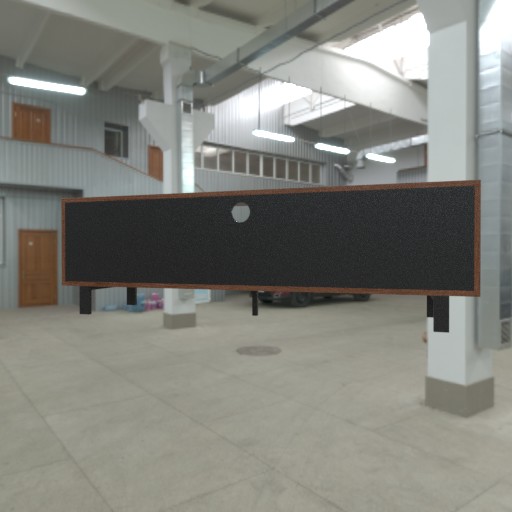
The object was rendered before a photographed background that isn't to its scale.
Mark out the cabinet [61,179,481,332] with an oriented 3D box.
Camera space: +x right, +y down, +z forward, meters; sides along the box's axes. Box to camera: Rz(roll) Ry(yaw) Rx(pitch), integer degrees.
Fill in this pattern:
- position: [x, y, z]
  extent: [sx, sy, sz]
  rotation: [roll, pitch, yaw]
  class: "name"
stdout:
- position: [0.000, 0.000, 1.873]
  extent: [1.650, 0.500, 0.400]
  rotation: [0, 0, 18]
  class: "cabinet"
